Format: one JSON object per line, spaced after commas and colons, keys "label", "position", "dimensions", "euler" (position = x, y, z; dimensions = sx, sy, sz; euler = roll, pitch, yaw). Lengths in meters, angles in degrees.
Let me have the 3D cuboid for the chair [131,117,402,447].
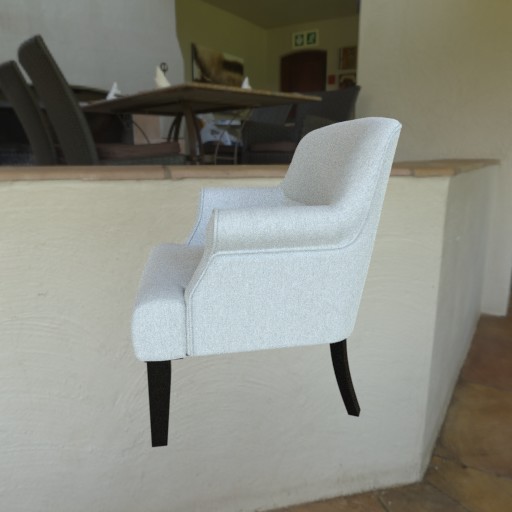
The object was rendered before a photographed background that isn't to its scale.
{"label": "chair", "position": [0.000, 0.000, 1.473], "dimensions": [0.750, 0.875, 0.781], "euler": [-2, 13, -9]}
